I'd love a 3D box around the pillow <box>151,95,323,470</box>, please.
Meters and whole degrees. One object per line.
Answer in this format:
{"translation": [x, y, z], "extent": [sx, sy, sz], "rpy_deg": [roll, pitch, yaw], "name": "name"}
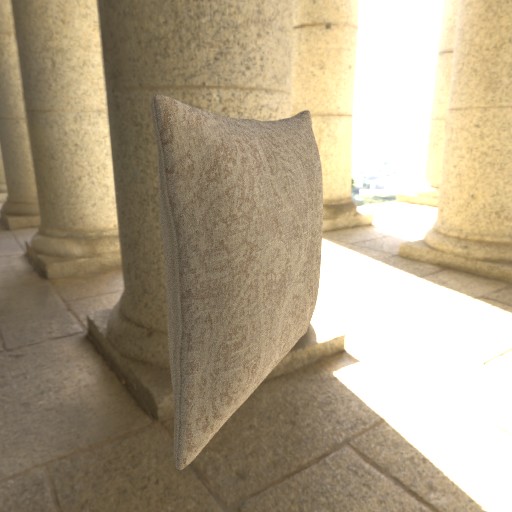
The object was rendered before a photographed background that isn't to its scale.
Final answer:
{"translation": [0.000, 0.000, 0.787], "extent": [0.166, 0.510, 0.523], "rpy_deg": [8, 18, 25], "name": "pillow"}
